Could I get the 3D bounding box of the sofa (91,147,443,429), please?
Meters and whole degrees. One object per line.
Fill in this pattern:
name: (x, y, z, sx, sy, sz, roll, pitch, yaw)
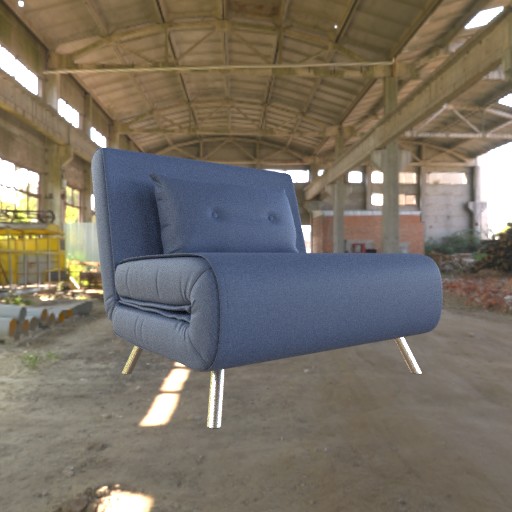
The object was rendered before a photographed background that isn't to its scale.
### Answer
sofa: (0.000, 0.000, 1.710, 0.999, 0.860, 0.996, 0, 0, -36)
